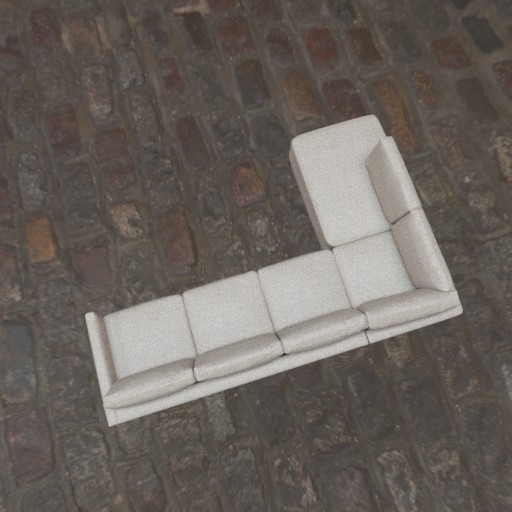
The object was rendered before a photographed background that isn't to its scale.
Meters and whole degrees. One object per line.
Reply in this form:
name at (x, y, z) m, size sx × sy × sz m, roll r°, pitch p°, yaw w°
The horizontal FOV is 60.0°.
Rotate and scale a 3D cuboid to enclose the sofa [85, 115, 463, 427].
sofa at (0.000, 0.000, 3.150) m, size 2.423 × 0.703 × 1.617 m, roll -17°, pitch 77°, yaw -4°
